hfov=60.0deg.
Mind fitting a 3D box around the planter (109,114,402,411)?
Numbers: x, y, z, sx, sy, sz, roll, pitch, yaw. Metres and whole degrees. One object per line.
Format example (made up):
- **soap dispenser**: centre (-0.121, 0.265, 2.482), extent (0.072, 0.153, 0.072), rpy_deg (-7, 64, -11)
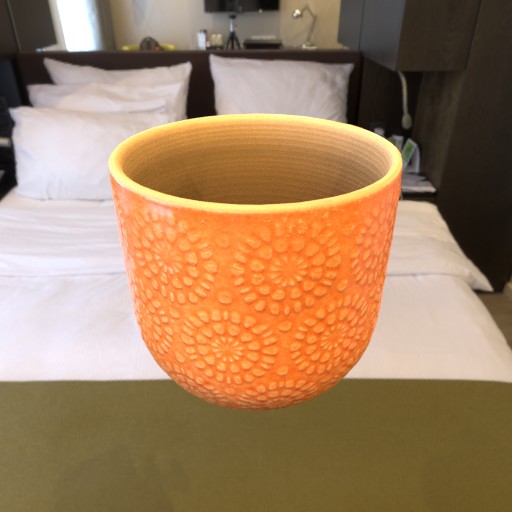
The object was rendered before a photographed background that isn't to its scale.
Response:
- **planter**: centre (0.000, 0.000, 0.290), extent (0.170, 0.152, 0.170), rpy_deg (0, 31, 0)
